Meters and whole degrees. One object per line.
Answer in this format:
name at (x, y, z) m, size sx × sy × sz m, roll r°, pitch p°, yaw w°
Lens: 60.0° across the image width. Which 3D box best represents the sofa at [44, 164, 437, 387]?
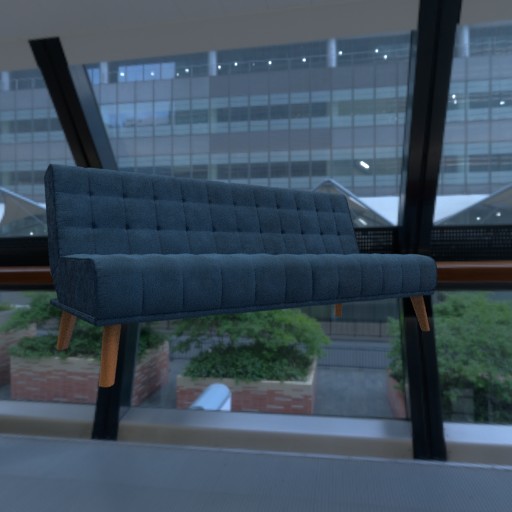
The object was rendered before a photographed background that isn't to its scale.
sofa at (0.000, 0.000, 2.223) m, size 1.804 × 0.813 × 0.855 m, roll 0°, pitch 1°, yaw -35°
